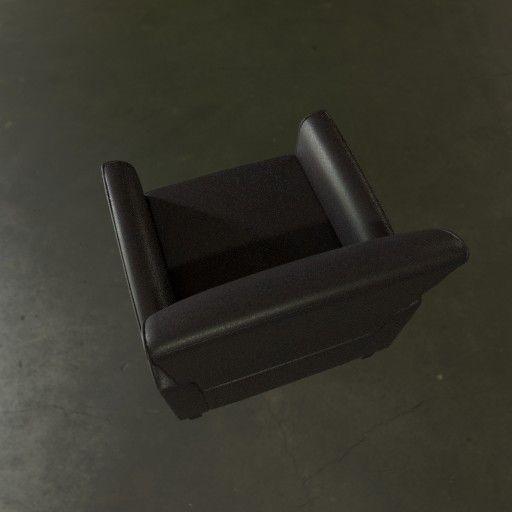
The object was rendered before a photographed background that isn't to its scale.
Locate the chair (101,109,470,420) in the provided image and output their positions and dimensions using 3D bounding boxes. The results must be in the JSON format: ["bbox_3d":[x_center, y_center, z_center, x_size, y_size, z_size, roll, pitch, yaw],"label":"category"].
[{"bbox_3d":[0.000,0.000,1.491,0.820,0.916,0.819,-17,60,-10],"label":"chair"}]
